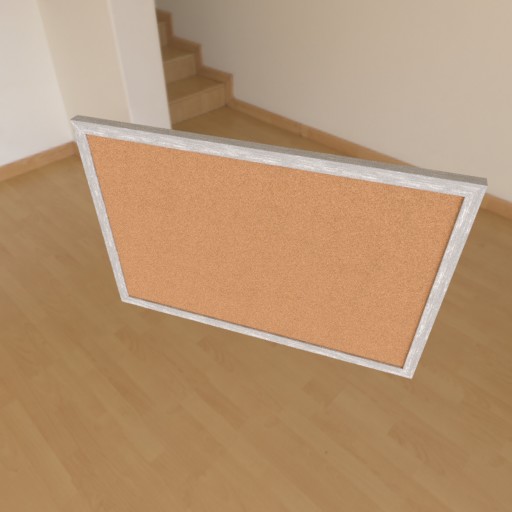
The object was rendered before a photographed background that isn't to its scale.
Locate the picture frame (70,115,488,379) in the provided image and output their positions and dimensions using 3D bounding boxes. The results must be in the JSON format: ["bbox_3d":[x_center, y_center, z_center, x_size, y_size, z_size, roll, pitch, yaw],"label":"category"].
[{"bbox_3d":[0.000,0.000,1.186,0.950,0.640,0.029,12,42,14],"label":"picture frame"}]
